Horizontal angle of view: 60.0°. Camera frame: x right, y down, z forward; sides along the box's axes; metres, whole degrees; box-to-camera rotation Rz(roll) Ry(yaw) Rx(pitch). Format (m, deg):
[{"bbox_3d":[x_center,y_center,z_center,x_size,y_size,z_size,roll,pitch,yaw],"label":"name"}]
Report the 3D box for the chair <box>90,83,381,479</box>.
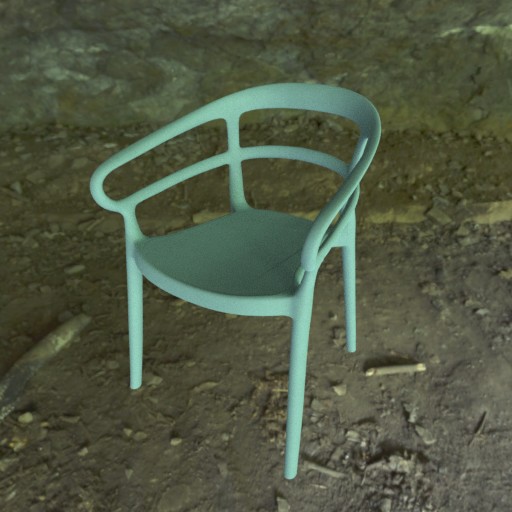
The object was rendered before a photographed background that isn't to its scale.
[{"bbox_3d":[0.000,0.000,1.112,0.559,0.761,0.527,17,32,29],"label":"chair"}]
